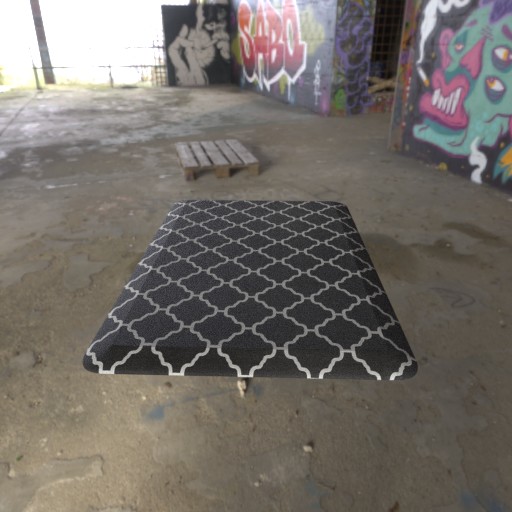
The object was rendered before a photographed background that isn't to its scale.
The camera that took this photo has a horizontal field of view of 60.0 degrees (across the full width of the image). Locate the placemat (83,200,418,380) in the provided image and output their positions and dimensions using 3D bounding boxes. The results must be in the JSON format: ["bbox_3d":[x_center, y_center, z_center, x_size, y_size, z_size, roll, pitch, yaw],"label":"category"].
[{"bbox_3d":[0.000,0.000,0.979,0.508,0.021,0.762,1,26,2],"label":"placemat"}]
